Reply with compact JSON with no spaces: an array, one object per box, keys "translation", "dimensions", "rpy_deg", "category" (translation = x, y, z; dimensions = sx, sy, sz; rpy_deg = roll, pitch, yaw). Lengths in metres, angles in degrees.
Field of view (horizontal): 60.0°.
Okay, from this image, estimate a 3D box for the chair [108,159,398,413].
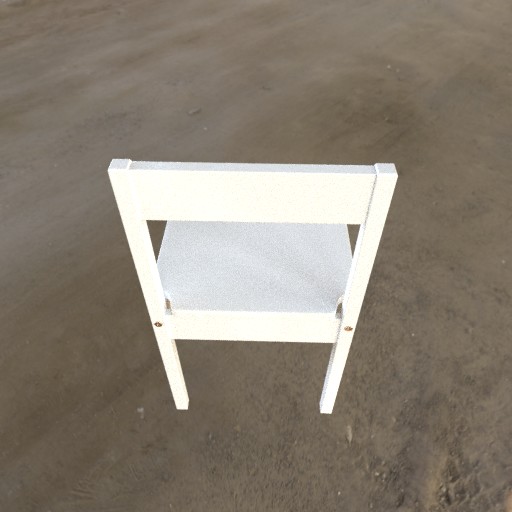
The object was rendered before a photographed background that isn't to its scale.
[{"translation":[0.000,0.000,0.904],"dimensions":[0.367,0.668,0.361],"rpy_deg":[1,46,1],"category":"chair"}]
